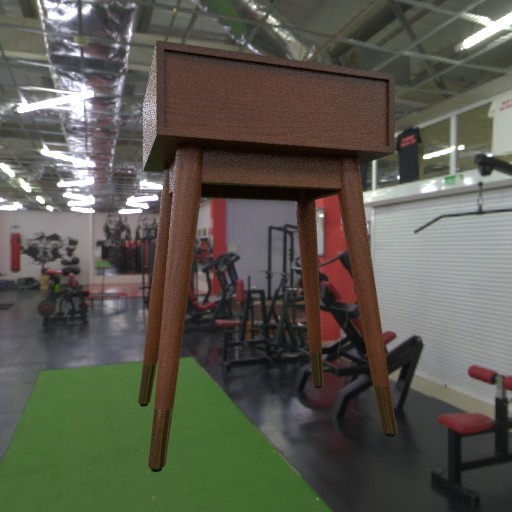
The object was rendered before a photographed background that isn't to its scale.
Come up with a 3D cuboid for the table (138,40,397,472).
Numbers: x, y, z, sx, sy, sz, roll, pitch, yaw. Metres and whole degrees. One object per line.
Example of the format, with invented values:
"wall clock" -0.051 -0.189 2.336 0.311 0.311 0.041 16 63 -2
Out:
"table" 0.000 0.000 0.813 0.406 0.599 0.300 0 1 -18
